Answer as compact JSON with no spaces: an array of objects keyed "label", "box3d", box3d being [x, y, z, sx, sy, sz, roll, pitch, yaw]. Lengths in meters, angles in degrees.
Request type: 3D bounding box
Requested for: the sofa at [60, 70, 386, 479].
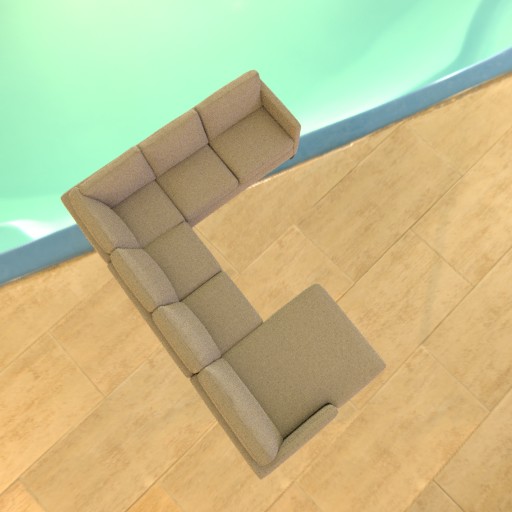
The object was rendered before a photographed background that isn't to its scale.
[{"label":"sofa","box3d":[0.000,0.000,4.713,2.593,0.959,3.460,-37,78,-9]}]
